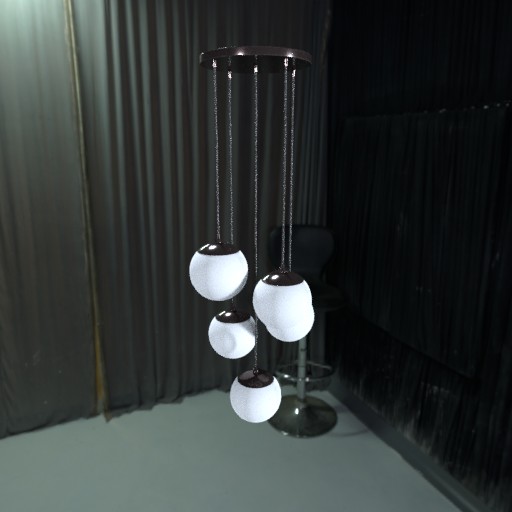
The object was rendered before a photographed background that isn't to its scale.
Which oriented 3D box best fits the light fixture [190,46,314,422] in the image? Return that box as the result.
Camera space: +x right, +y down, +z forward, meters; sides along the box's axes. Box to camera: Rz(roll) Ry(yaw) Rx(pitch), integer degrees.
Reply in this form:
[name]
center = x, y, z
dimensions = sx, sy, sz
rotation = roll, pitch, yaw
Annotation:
[light fixture]
center = 0.000, 0.000, 1.534
dimensions = 0.489, 1.271, 0.484
rotation = -7, 16, -25
